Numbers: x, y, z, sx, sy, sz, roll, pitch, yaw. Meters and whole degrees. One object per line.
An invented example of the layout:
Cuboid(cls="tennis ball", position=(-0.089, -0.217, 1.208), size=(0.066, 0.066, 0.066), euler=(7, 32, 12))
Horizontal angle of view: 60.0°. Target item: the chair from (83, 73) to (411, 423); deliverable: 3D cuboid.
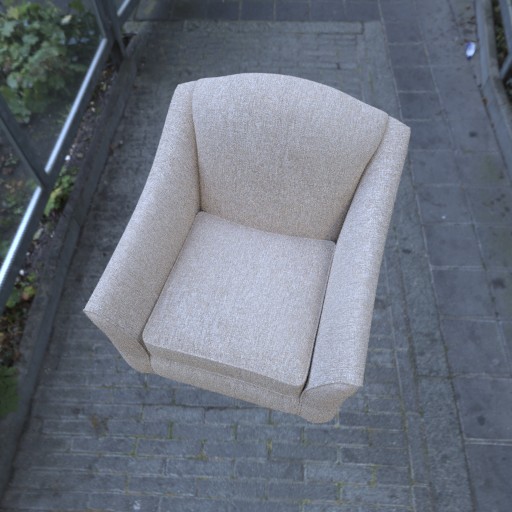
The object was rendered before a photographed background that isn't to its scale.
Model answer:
Cuboid(cls="chair", position=(0.000, 0.000, 1.435), size=(0.763, 0.839, 0.787), euler=(14, 58, 9))
